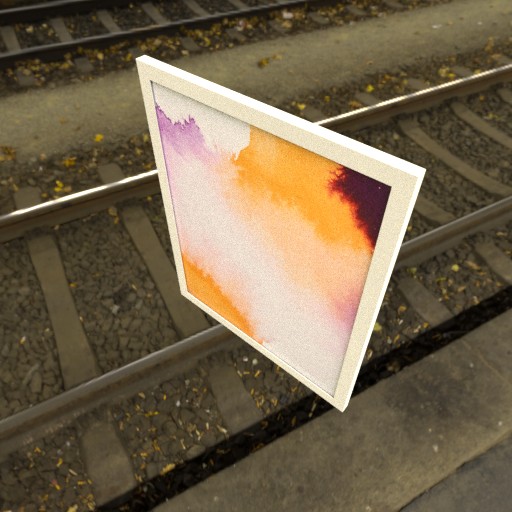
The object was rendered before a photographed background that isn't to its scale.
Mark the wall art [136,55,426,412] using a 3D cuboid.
[{"bbox_3d":[0.000,0.000,1.114,0.661,0.811,0.026,31,54,26],"label":"wall art"}]
